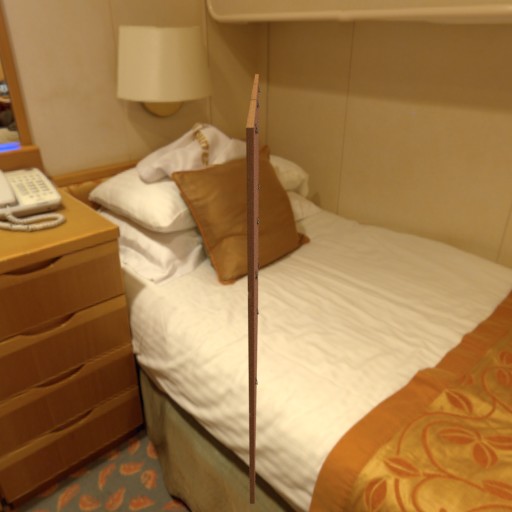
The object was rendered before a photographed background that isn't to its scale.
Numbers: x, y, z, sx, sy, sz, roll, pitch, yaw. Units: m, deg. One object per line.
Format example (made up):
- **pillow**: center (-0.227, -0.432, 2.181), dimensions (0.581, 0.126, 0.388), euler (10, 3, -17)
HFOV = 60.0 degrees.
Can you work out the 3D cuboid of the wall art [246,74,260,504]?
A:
- **wall art**: center (0.000, 0.000, 1.298), dimensions (0.018, 0.913, 0.915), euler (0, 27, 1)
